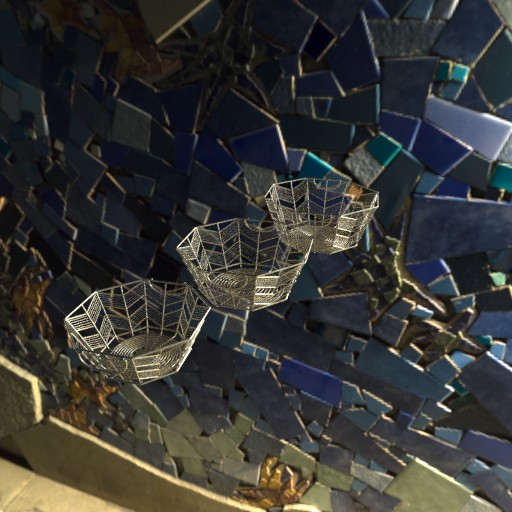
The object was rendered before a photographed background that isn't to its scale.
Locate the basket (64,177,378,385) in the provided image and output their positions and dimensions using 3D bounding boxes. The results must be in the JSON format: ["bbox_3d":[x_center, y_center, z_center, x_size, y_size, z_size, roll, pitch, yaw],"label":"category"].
[{"bbox_3d":[0.000,0.000,1.365,0.432,0.178,1.246,18,32,32],"label":"basket"}]
